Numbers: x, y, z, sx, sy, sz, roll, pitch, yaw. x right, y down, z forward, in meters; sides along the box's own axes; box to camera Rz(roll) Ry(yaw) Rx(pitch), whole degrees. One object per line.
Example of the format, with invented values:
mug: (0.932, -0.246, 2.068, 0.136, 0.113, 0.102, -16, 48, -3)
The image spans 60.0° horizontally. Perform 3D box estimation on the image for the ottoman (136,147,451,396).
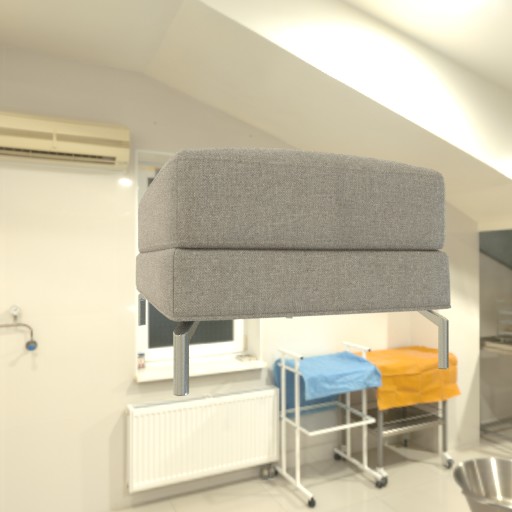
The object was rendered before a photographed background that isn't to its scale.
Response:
ottoman: (0.000, 0.000, 1.189, 0.584, 0.457, 0.838, 0, 0, -19)
